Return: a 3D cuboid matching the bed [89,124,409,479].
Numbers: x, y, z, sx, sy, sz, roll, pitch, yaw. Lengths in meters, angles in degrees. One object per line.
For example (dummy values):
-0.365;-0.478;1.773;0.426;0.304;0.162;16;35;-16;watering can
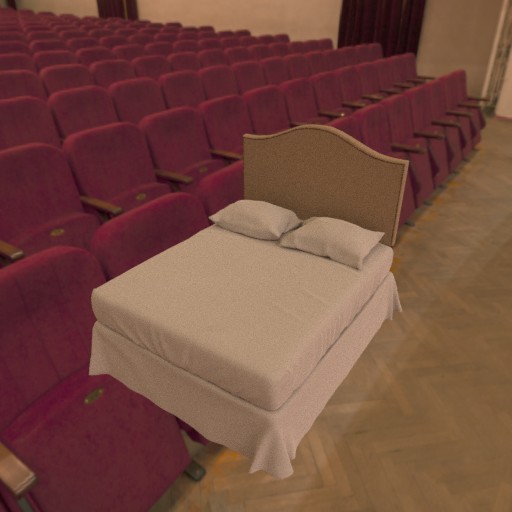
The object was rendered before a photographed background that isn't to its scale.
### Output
0.000;0.000;3.461;1.876;1.645;2.221;18;34;29;bed
